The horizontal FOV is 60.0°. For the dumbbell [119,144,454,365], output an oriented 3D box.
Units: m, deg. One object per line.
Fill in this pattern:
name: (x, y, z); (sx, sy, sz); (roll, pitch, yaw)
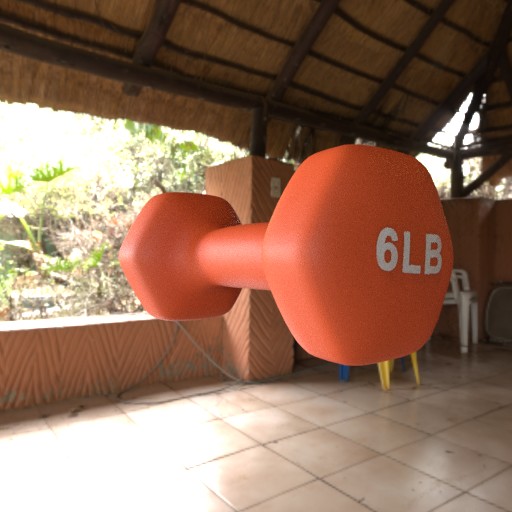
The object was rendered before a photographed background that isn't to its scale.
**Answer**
dumbbell: (0.000, 0.000, 0.203); (0.079, 0.071, 0.162); (0, 0, -37)
